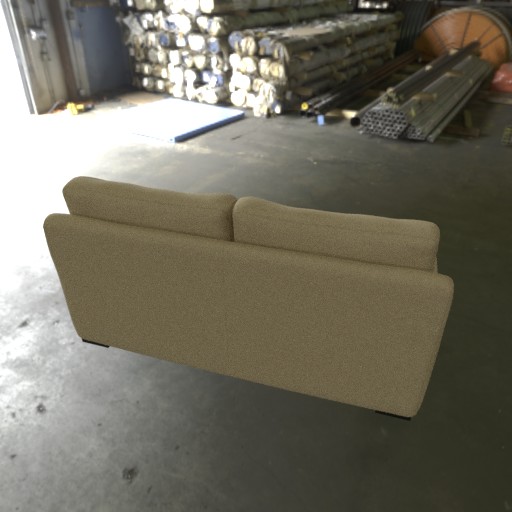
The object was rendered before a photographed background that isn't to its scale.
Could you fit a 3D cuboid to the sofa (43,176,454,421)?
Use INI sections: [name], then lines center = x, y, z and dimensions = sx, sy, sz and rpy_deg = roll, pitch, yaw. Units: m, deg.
[sofa]
center = 0.000, 0.000, 2.425
dimensions = 1.885, 0.967, 0.962
rpy_deg = 9, 33, 15
